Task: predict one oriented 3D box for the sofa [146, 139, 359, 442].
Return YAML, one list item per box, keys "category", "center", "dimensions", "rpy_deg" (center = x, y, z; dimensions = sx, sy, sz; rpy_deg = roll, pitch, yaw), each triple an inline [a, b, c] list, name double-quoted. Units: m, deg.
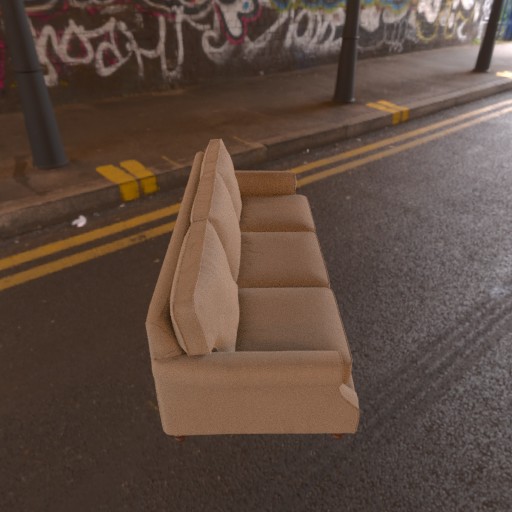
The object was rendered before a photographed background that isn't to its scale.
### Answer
- category: "sofa"
  center: [0.000, 0.000, 2.909]
  dimensions: [0.966, 0.948, 2.354]
  rpy_deg: [-1, 32, -1]
